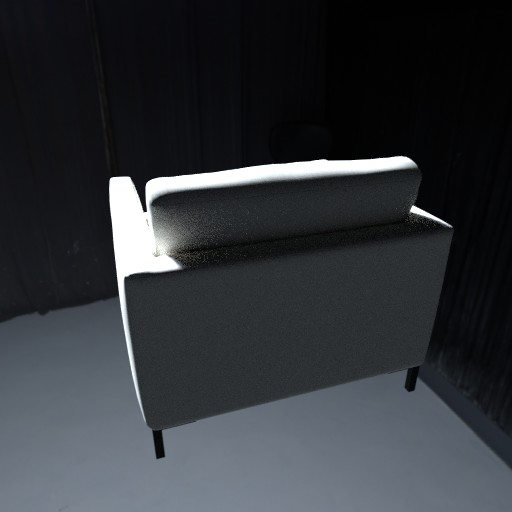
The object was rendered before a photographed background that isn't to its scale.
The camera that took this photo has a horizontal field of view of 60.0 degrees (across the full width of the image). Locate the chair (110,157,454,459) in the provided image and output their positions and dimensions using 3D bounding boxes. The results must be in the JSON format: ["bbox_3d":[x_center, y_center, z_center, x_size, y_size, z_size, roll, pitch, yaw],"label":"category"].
[{"bbox_3d":[0.000,0.000,1.610,0.964,0.806,0.875,-8,27,-17],"label":"chair"}]
